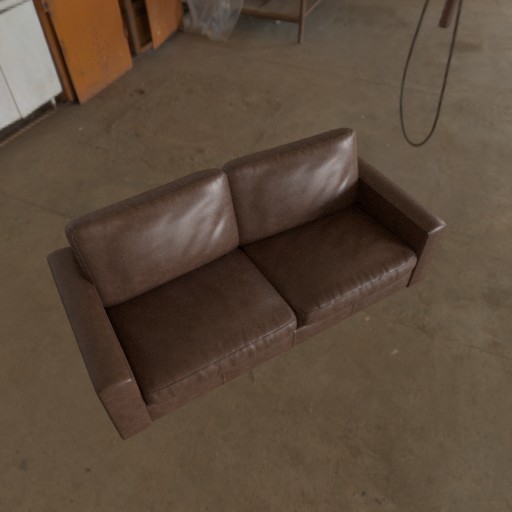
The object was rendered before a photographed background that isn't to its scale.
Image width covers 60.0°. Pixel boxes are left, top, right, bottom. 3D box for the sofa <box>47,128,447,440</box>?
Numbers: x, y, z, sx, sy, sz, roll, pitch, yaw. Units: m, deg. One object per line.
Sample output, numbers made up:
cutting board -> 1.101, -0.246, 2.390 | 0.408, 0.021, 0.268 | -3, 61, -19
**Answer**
sofa -> 0.000, 0.000, 2.682 | 2.179, 0.873, 1.016 | -23, 51, -20
